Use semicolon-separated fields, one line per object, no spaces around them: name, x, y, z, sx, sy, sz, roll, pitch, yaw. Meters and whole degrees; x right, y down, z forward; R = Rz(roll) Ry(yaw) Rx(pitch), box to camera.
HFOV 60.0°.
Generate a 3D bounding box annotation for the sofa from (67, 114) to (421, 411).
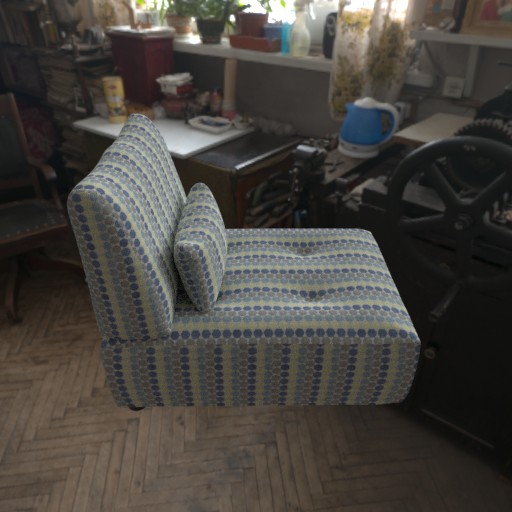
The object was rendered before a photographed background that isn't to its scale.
sofa;0.000;0.000;1.570;1.000;0.820;0.700;0;34;-1
